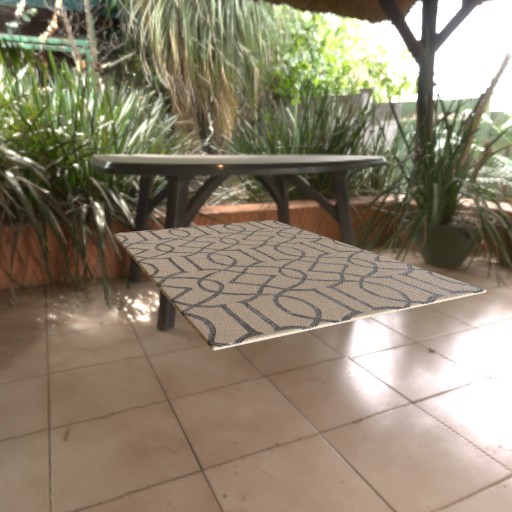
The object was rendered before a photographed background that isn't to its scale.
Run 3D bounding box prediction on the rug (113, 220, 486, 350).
[{"bbox_3d":[0.000,0.000,3.006,1.521,0.017,2.365,-7,16,-25],"label":"rug"}]
